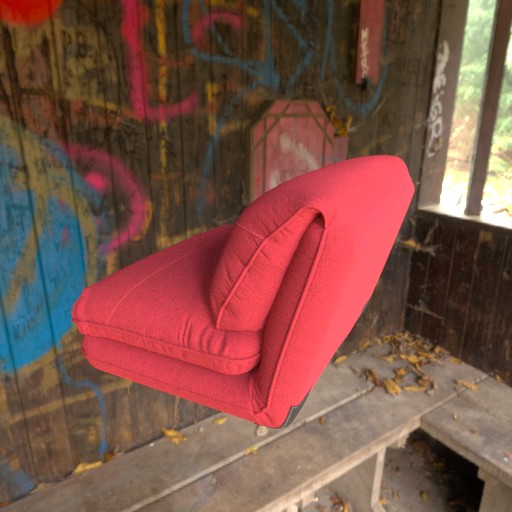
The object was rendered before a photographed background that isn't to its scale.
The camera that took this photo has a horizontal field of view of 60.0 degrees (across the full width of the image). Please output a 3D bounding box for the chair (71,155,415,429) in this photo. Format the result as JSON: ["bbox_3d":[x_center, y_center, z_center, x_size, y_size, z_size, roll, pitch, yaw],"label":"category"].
[{"bbox_3d":[0.000,0.000,1.353,0.780,0.580,0.820,9,21,26],"label":"chair"}]
